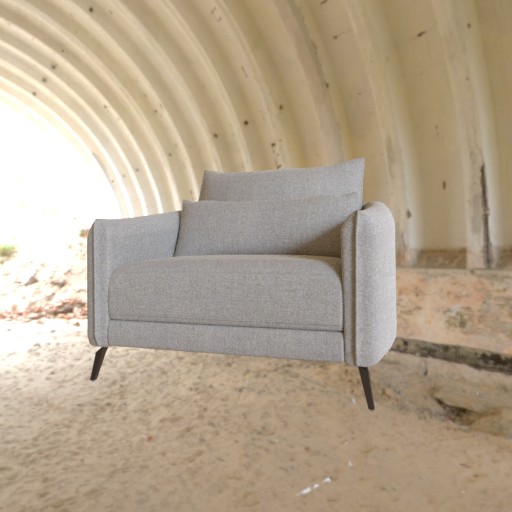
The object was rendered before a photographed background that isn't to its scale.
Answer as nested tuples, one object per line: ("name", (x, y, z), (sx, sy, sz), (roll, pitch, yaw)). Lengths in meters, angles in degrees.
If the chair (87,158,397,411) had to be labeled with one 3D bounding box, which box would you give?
("chair", (0.000, 0.000, 1.704), (1.029, 0.856, 0.801), (0, 0, 18))
